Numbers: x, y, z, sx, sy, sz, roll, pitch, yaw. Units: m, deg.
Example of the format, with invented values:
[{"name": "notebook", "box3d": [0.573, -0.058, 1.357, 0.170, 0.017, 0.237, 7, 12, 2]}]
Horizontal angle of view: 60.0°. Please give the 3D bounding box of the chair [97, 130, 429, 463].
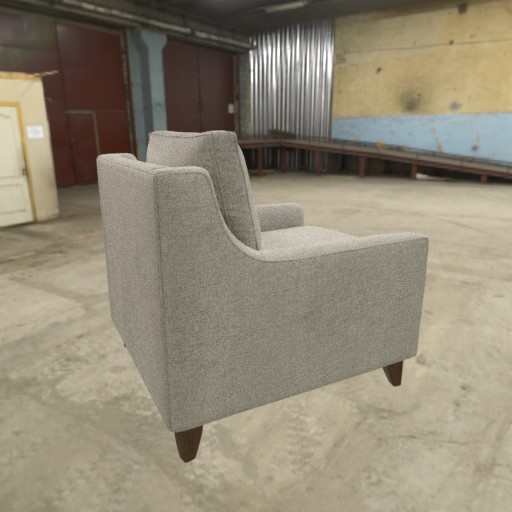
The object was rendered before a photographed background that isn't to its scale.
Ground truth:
[{"name": "chair", "box3d": [0.000, 0.000, 1.587, 0.918, 0.864, 0.838, -8, 17, -26]}]
